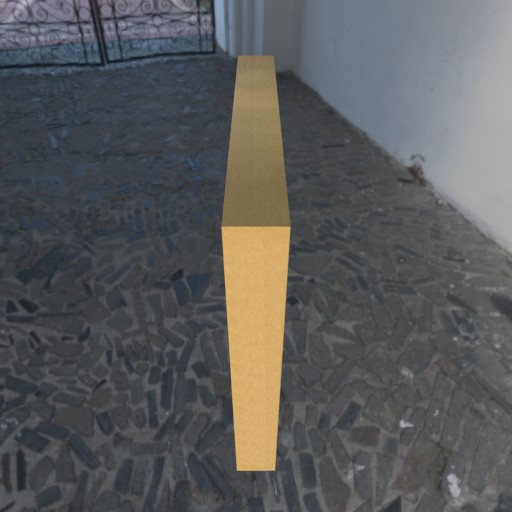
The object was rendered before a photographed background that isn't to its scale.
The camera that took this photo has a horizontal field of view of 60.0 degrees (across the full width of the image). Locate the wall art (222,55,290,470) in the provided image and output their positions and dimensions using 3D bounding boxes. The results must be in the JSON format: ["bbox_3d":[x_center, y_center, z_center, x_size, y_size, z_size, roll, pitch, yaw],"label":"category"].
[{"bbox_3d":[0.000,0.000,0.459,0.038,0.305,0.304,0,41,0],"label":"wall art"}]
